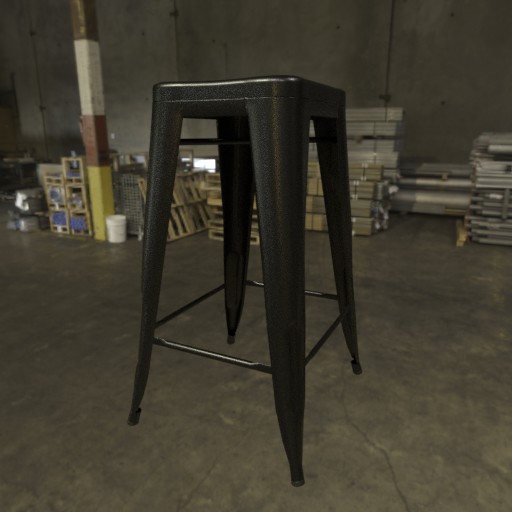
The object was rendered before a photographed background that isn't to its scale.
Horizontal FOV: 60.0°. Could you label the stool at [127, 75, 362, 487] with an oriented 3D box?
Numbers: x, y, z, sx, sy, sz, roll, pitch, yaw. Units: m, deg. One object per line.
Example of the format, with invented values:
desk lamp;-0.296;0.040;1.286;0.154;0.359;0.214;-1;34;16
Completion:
stool;0.000;0.000;0.850;0.359;0.609;0.399;8;17;25
